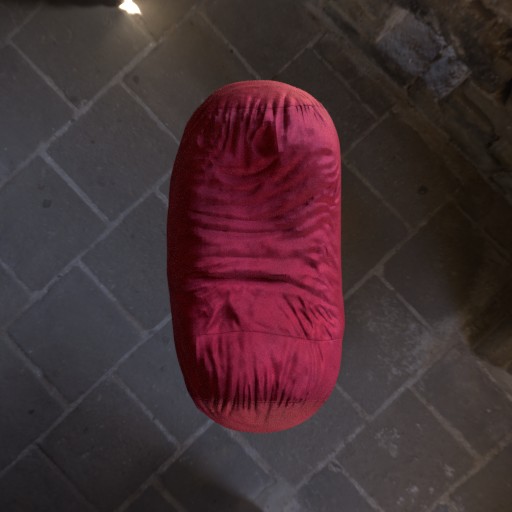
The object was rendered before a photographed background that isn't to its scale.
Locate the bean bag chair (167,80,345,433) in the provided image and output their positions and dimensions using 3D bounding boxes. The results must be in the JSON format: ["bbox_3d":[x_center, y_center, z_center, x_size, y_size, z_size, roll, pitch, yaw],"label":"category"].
[{"bbox_3d":[0.000,0.000,2.952,1.216,0.867,2.293,0,89,-1],"label":"bean bag chair"}]
